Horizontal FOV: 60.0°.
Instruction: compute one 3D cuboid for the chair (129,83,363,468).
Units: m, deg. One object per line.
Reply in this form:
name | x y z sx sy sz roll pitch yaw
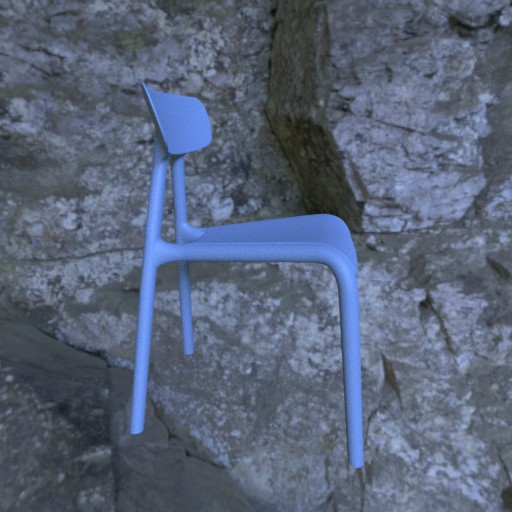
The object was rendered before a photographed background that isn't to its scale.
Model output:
chair | 0.000 0.000 0.818 0.401 0.580 0.356 2 15 9
